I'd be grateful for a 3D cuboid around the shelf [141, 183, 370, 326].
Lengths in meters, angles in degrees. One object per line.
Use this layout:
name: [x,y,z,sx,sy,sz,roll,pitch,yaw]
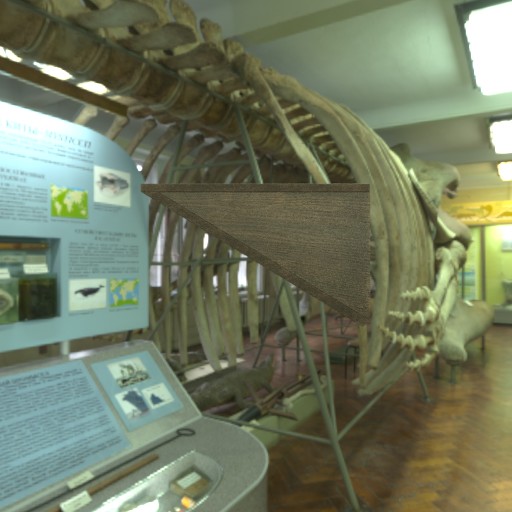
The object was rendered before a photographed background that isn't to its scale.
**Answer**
shelf: [0.000,0.000,0.691,0.200,0.125,0.610,0,0,0]
